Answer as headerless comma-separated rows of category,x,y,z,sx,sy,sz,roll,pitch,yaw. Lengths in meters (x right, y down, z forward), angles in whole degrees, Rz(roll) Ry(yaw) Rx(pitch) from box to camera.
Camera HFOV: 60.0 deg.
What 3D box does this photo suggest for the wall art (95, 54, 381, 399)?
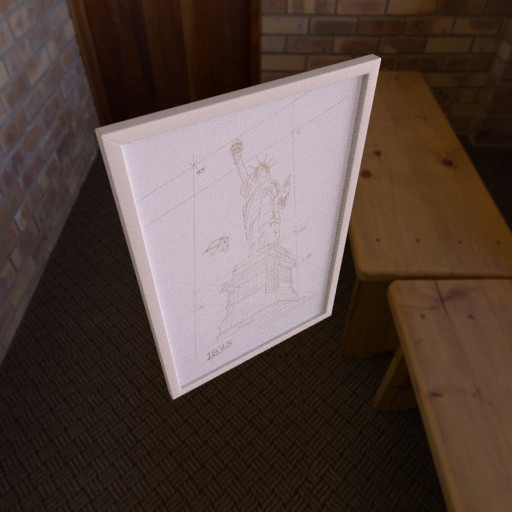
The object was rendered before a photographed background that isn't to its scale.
wall art,0.000,0.000,1.526,0.808,1.183,0.038,-24,50,-22
